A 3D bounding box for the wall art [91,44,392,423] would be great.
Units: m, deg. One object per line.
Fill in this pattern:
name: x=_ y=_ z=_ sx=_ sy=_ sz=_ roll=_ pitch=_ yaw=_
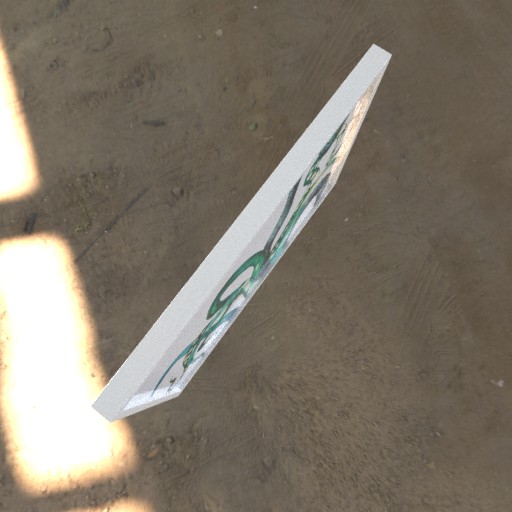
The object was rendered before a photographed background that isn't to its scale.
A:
wall art: x=0.000 y=0.000 z=1.358 sx=0.053 sy=0.787 sz=1.041 roll=35 pitch=79 yaw=8
